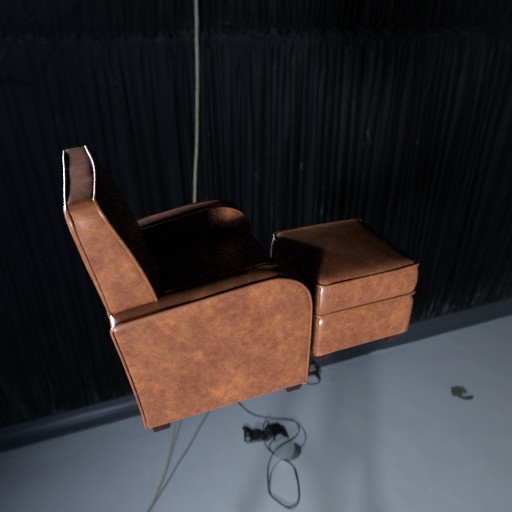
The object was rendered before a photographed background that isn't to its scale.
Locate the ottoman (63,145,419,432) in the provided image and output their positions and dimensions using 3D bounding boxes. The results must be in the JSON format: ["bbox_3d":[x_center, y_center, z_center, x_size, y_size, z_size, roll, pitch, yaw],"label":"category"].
[{"bbox_3d":[0.000,0.000,1.819,1.314,0.904,0.732,-11,32,-18],"label":"ottoman"}]
